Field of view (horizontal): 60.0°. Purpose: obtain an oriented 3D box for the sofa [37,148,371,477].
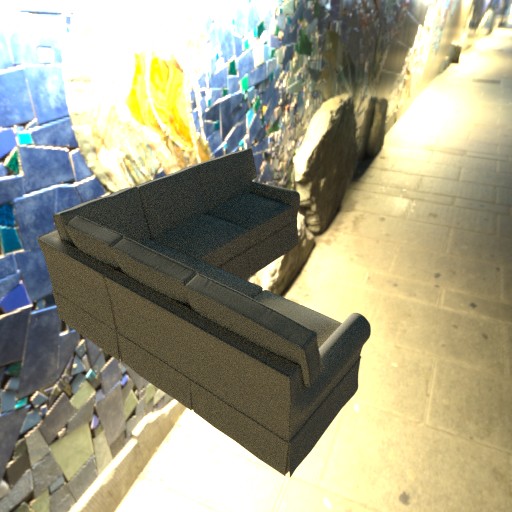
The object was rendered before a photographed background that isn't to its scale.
[{"bbox_3d":[0.000,0.000,3.980,2.591,1.070,2.597,21,36,32],"label":"sofa"}]
